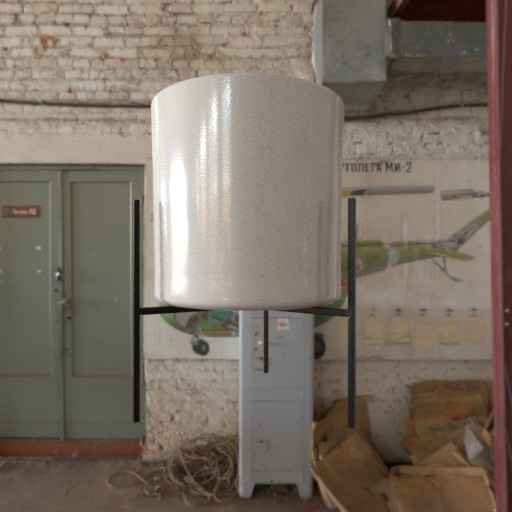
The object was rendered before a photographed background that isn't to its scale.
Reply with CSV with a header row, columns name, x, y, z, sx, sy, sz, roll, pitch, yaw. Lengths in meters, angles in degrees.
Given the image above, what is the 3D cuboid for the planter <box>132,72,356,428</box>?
name,x,y,z,sx,sy,sz,roll,pitch,yaw
planter,0.000,0.000,0.647,0.308,0.431,0.307,0,0,36
